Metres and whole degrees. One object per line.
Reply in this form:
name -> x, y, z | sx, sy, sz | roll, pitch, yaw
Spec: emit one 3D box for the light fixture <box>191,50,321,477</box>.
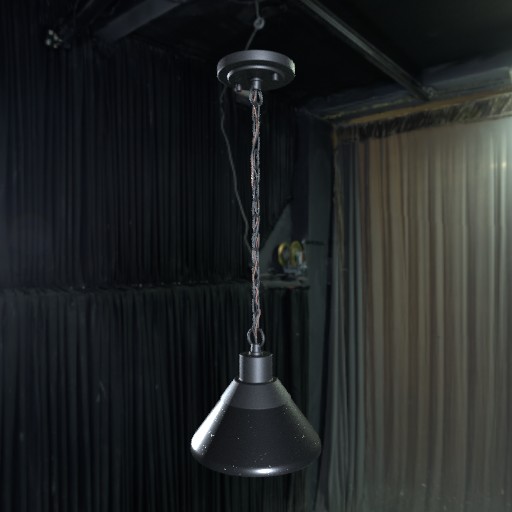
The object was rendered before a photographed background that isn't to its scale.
light fixture -> 0.000, 0.000, 0.691 | 0.201, 0.588, 0.201 | 0, 0, 36
